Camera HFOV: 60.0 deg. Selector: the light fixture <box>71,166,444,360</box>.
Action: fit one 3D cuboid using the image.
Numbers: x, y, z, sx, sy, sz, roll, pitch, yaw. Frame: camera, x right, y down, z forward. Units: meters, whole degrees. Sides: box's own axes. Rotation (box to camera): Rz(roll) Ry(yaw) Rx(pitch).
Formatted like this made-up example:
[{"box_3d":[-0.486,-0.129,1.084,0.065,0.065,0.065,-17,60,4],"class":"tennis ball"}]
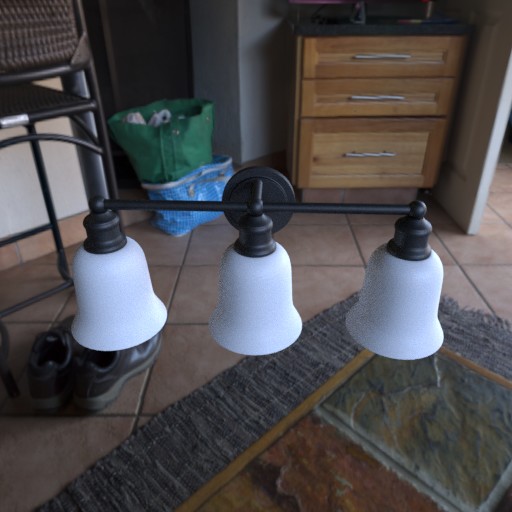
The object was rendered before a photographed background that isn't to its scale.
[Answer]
[{"box_3d":[0.000,0.000,0.660,0.570,0.211,0.198,1,30,2],"class":"light fixture"}]
